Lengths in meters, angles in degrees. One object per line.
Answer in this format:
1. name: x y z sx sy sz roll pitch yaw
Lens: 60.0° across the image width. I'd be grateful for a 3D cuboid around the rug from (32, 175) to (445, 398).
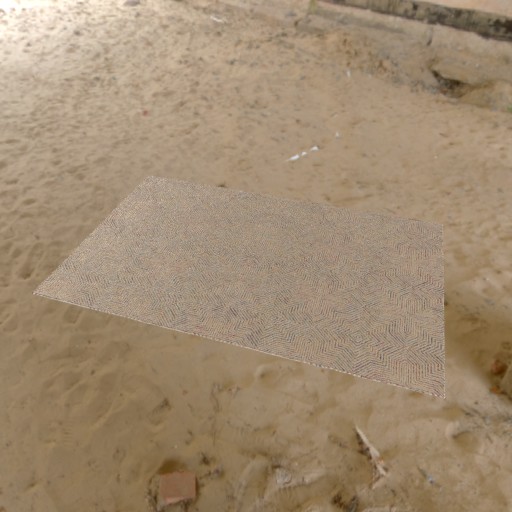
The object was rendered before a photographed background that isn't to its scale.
1. rug: 0.000 0.000 3.011 2.428 0.007 1.519 11 42 13
